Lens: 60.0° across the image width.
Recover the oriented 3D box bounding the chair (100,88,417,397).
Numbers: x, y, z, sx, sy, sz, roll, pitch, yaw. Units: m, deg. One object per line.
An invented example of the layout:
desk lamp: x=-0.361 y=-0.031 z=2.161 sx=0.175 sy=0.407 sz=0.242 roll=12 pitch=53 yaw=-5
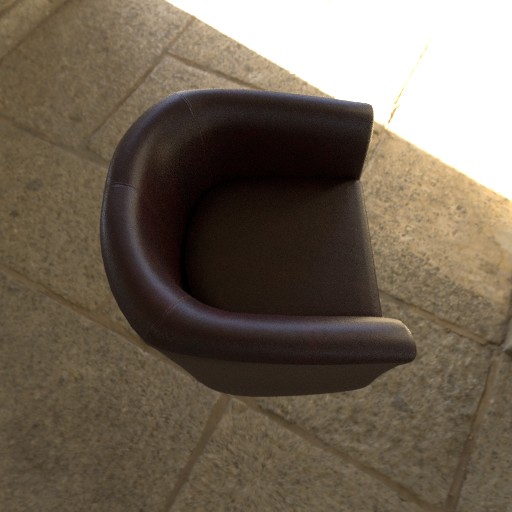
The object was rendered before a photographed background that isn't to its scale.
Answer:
chair: x=0.000 y=0.000 z=1.369 sx=0.727 sy=0.756 sz=0.792 roll=-1 pitch=63 yaw=0
